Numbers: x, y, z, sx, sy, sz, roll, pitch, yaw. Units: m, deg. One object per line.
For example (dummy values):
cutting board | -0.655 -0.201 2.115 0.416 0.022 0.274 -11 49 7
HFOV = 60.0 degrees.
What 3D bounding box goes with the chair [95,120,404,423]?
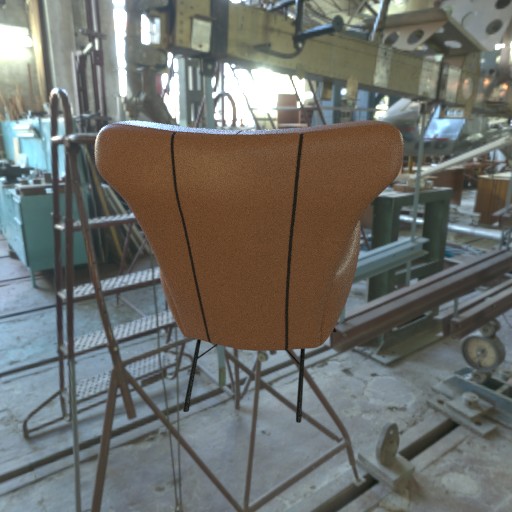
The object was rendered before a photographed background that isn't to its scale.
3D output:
chair | 0.000 0.000 1.801 0.980 1.050 0.900 2 17 8
